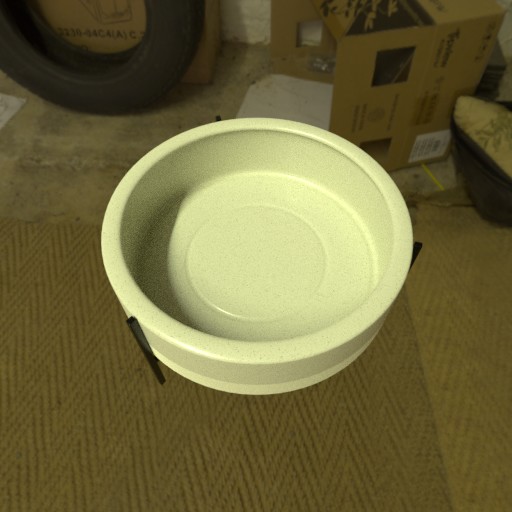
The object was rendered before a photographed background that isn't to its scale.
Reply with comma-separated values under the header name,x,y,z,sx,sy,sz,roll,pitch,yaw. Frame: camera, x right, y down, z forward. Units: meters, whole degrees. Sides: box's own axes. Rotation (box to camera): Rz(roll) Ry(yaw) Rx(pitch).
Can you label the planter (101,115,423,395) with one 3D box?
name,x,y,z,sx,sy,sz,roll,pitch,yaw
planter,0.000,0.000,0.555,0.336,0.171,0.345,-14,57,-10
